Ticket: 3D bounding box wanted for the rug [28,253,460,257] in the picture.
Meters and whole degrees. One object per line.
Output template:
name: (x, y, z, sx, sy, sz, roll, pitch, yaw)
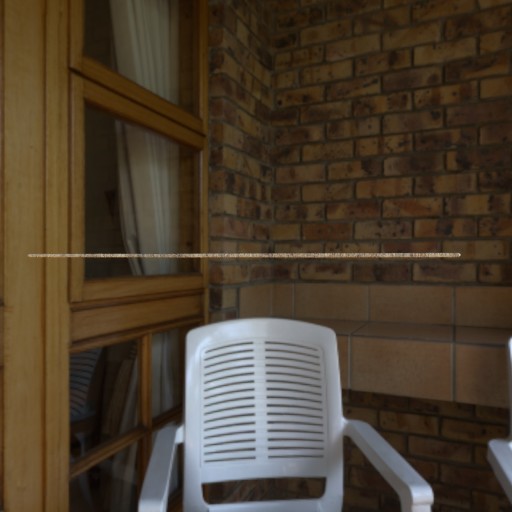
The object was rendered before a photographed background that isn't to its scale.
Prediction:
rug: (0.000, 0.000, 2.355, 1.846, 0.014, 1.243, 0, 0, 18)
